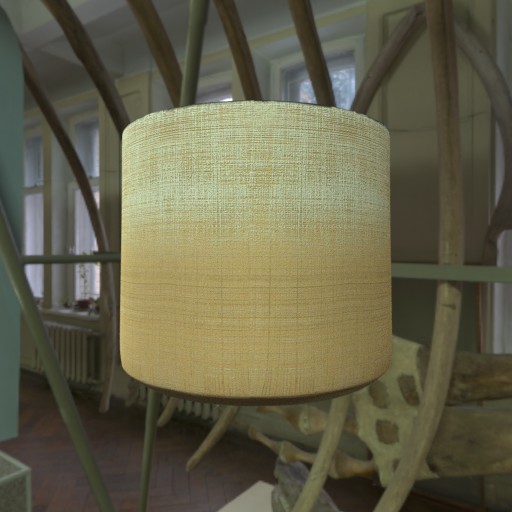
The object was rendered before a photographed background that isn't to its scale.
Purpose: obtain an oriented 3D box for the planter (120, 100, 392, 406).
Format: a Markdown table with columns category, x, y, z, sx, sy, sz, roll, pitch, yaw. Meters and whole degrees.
| category | x | y | z | sx | sy | sz | roll | pitch | yaw |
| --- | --- | --- | --- | --- | --- | --- | --- | --- | --- |
| planter | 0.000 | 0.000 | 0.432 | 0.254 | 0.221 | 0.254 | 0 | 1 | 0 |
